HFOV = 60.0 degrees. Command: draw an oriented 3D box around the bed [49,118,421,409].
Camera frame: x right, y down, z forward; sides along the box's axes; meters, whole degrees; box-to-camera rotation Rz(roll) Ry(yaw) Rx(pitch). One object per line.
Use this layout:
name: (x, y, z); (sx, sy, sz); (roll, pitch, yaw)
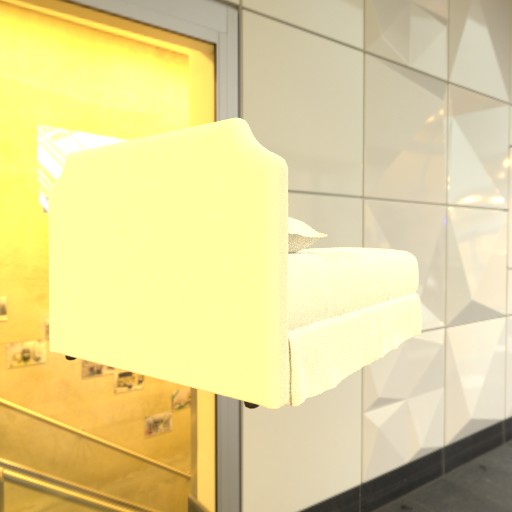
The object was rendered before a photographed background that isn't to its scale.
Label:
bed: (0.000, 0.000, 3.776); (2.134, 1.524, 2.548); (1, 2, 36)
